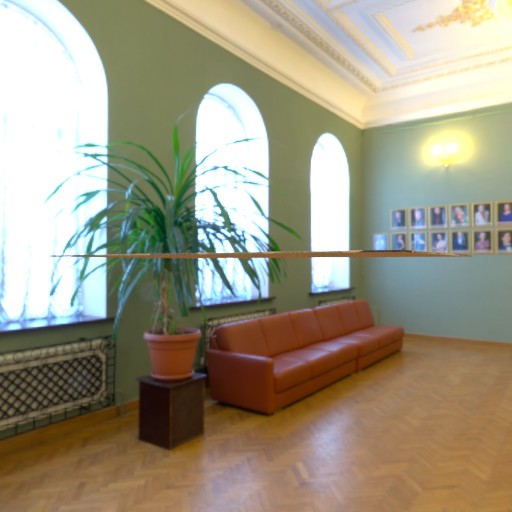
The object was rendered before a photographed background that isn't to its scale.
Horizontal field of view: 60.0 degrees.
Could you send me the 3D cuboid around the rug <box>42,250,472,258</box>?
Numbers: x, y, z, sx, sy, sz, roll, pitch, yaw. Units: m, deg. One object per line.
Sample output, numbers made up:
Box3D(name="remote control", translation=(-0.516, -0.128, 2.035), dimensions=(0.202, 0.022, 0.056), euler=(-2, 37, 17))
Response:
Box3D(name="rug", translation=(0.000, 0.000, 2.264), dimensions=(1.828, 0.006, 1.216), euler=(-1, -1, 34))
